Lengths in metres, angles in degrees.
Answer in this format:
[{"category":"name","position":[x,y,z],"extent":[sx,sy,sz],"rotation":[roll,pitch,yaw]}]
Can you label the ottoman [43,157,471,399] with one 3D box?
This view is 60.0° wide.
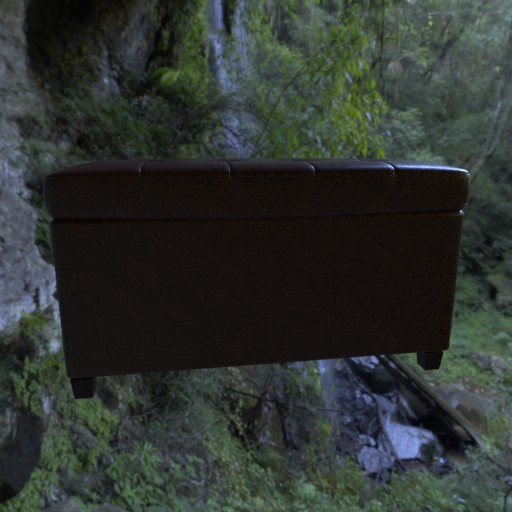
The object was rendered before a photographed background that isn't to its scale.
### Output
[{"category":"ottoman","position":[0.000,0.000,1.091],"extent":[0.838,0.470,0.432],"rotation":[-2,14,-9]}]
